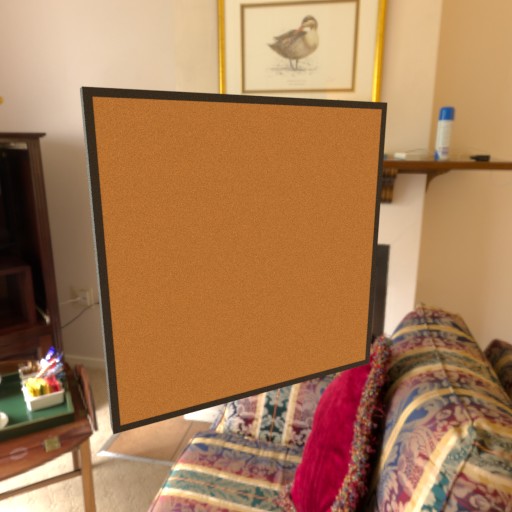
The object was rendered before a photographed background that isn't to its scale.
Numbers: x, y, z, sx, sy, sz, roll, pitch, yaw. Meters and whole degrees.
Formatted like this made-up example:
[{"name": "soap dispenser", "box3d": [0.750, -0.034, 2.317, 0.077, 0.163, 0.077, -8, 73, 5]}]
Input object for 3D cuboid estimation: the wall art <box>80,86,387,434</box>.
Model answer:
[{"name": "wall art", "box3d": [0.000, 0.000, 1.121, 0.763, 0.763, 0.038, -7, 16, -26]}]
